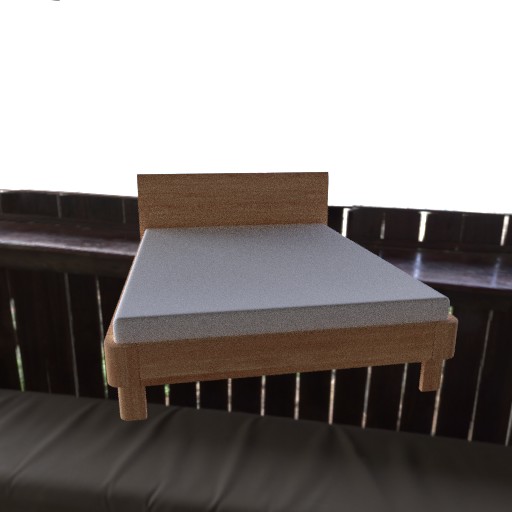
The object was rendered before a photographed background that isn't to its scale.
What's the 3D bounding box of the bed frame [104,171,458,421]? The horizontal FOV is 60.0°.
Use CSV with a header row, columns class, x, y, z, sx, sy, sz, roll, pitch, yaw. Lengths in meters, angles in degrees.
class,x,y,z,sx,sy,sz,roll,pitch,yaw
bed frame,0.000,0.000,2.946,1.660,0.940,2.092,-2,15,-9
